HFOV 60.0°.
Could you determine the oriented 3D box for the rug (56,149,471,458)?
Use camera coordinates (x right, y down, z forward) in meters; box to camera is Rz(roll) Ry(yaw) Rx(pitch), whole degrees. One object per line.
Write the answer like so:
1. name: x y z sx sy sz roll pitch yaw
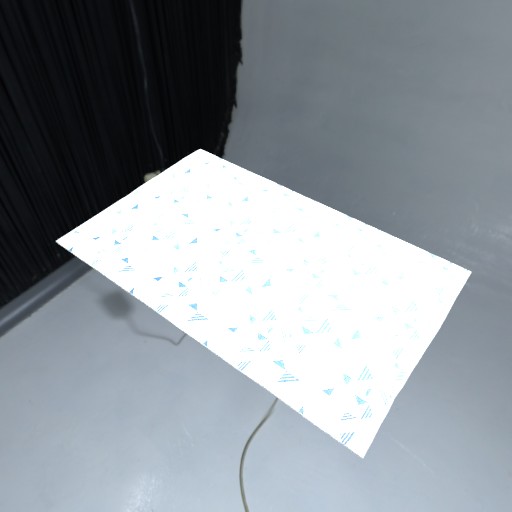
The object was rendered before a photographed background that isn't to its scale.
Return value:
1. rug: 0.000 0.000 3.048 2.457 0.009 1.512 29 52 25
